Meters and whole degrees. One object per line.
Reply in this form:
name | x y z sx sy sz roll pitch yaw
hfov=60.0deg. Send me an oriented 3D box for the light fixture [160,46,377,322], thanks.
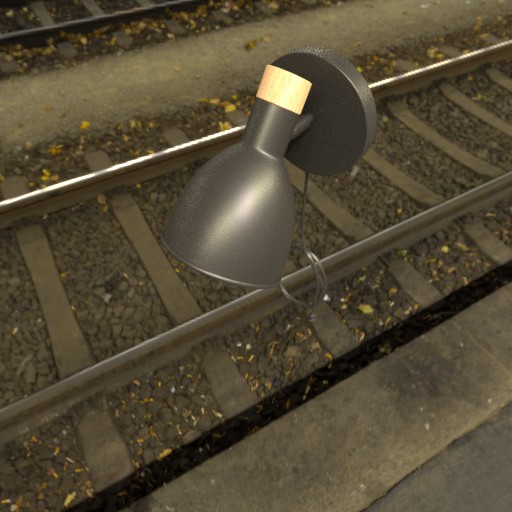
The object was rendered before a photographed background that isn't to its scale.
light fixture | 0.000 0.000 0.489 0.127 0.401 0.203 31 55 25
